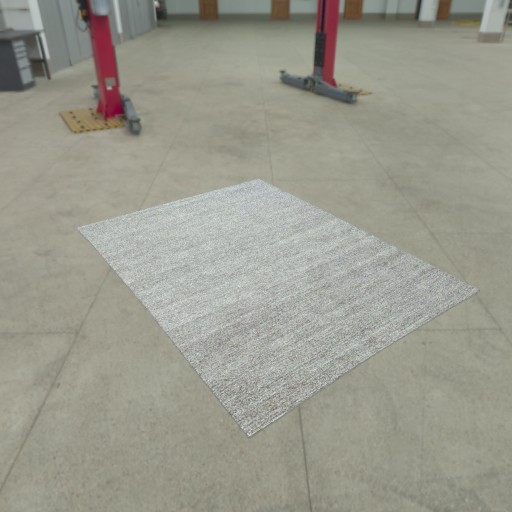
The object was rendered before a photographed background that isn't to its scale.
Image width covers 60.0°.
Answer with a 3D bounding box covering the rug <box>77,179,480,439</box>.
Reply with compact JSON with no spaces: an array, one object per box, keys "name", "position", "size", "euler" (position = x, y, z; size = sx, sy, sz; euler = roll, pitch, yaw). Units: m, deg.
[{"name":"rug","position":[0.000,0.000,4.252],"size":[2.434,0.045,3.202],"euler":[-21,37,-30]}]
